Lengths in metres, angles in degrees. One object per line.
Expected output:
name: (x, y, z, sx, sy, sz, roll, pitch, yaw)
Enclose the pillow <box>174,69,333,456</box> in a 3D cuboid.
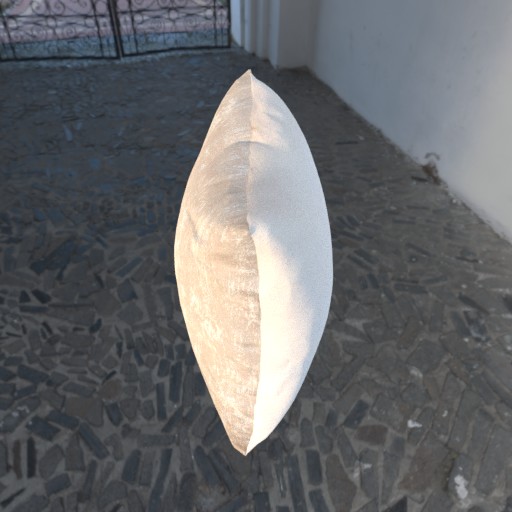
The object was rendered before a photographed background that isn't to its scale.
pillow: (0.000, 0.000, 0.718, 0.245, 0.448, 0.450, 1, 41, 1)
